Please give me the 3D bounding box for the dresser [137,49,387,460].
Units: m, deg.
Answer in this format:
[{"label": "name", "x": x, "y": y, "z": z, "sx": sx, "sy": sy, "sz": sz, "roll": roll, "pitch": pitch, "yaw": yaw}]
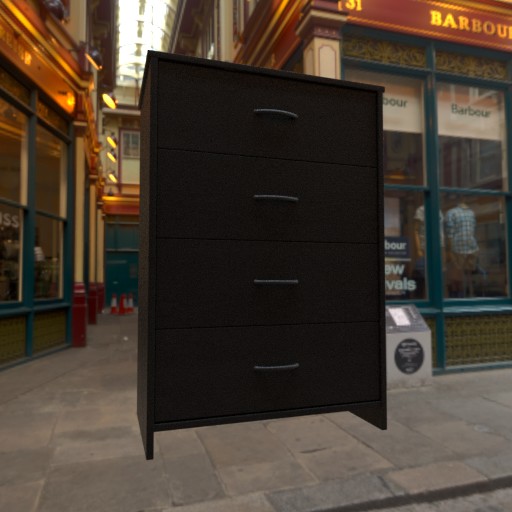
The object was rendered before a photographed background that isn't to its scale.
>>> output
[{"label": "dresser", "x": 0.000, "y": 0.000, "z": 1.381, "sx": 0.700, "sy": 1.020, "sz": 0.398, "roll": 1, "pitch": -3, "yaw": -18}]
